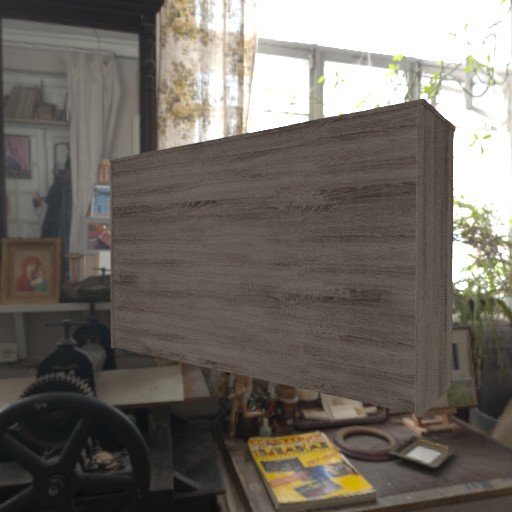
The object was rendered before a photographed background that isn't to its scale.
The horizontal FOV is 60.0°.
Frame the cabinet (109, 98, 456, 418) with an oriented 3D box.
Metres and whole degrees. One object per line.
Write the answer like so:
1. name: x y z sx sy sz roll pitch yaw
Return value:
1. cabinet: 0.000 0.000 1.826 1.450 0.900 0.380 1 1 37
